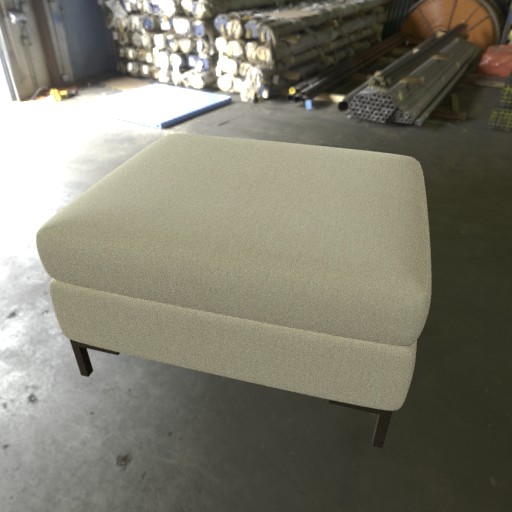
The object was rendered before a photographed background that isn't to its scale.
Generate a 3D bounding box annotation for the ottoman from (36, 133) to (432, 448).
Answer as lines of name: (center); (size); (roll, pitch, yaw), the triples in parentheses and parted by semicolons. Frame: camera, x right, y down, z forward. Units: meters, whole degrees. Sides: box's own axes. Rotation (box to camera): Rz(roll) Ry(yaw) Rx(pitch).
ottoman: (0.000, 0.000, 1.154); (0.794, 0.453, 0.657); (9, 35, 13)
